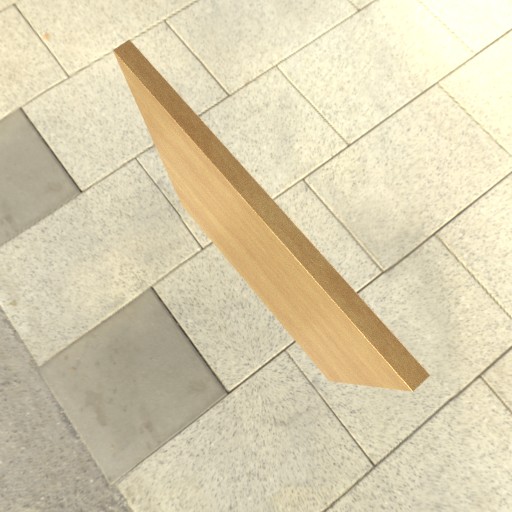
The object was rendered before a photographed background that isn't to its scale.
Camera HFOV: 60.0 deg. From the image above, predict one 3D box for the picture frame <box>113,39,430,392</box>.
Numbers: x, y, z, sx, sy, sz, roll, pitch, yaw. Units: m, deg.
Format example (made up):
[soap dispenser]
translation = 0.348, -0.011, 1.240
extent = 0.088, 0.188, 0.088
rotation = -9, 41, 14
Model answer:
[picture frame]
translation = 0.000, 0.000, 1.088
extent = 0.037, 0.761, 0.758
rotation = -39, 79, -9
